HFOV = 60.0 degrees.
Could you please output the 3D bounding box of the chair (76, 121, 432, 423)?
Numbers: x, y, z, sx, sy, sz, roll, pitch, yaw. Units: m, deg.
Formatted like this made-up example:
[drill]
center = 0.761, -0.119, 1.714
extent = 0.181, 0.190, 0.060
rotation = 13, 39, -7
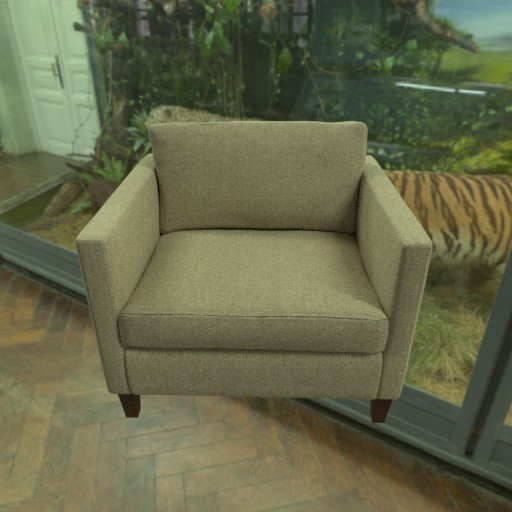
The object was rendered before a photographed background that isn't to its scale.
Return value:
[chair]
center = 0.000, 0.000, 1.843
extent = 1.107, 0.987, 0.959
rotation = 1, 29, 1
